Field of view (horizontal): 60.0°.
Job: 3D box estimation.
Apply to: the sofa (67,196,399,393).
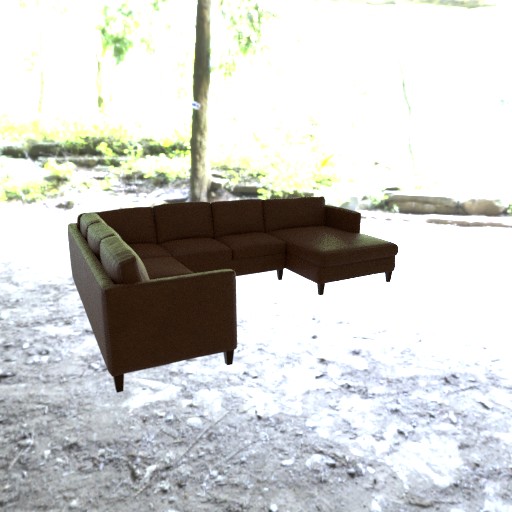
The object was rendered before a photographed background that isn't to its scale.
[{"bbox_3d":[0.000,0.000,4.663,3.460,0.923,2.593,-7,16,-26],"label":"sofa"}]
